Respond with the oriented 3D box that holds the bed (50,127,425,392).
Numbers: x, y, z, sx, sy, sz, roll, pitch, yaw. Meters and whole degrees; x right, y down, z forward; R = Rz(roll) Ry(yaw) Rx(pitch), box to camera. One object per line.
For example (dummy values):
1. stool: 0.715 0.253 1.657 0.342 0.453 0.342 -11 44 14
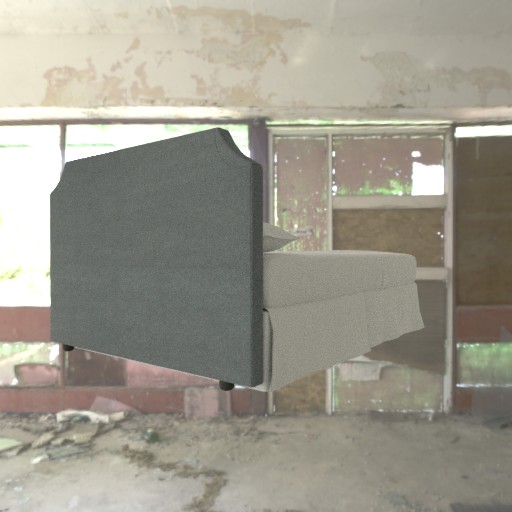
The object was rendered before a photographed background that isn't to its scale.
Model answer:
1. bed: 0.000 0.000 3.581 1.977 1.306 2.464 0 1 37
